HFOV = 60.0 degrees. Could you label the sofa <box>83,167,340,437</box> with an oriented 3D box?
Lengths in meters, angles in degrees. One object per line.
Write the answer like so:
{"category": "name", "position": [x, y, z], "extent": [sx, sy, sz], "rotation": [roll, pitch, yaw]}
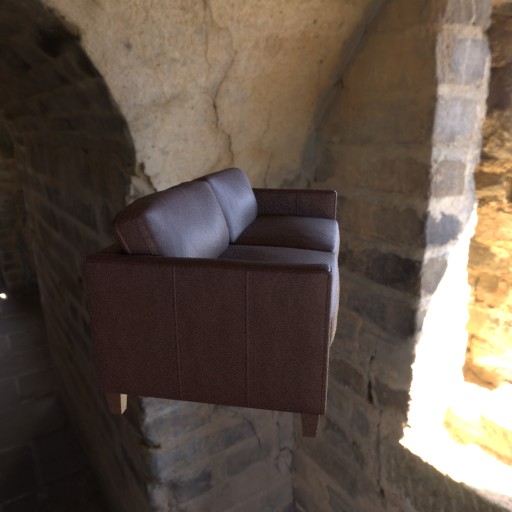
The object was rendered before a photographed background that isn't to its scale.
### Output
{"category": "sofa", "position": [0.000, 0.000, 2.487], "extent": [0.923, 0.863, 1.971], "rotation": [3, 16, 10]}
